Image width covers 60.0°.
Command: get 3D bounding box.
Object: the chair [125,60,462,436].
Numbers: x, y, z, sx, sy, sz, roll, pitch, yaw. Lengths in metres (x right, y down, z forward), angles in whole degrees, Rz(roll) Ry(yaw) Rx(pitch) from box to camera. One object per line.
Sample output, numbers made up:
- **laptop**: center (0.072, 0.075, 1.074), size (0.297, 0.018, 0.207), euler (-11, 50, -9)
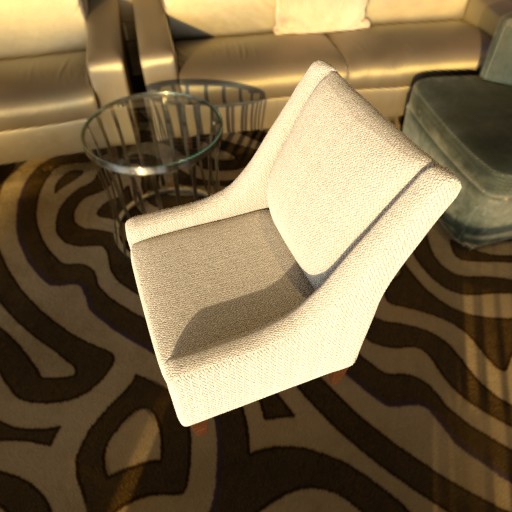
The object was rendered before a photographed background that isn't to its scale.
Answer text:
- **chair**: center (0.000, 0.000, 1.615), size (0.870, 1.014, 0.774), euler (-16, 50, -14)
